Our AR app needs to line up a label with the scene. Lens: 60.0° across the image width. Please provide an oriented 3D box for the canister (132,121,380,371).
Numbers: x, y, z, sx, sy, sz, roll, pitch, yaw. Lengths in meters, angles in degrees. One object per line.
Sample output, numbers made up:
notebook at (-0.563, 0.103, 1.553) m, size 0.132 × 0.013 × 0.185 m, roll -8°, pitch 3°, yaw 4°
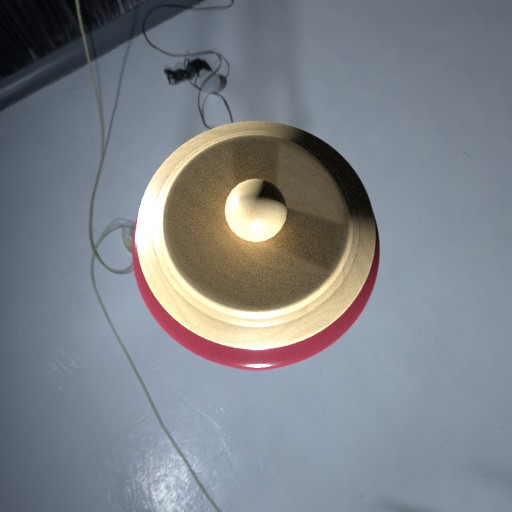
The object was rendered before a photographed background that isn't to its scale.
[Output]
canister at (0.000, 0.000, 0.260) m, size 0.130 × 0.176 × 0.130 m, roll 0°, pitch 75°, yaw 0°
